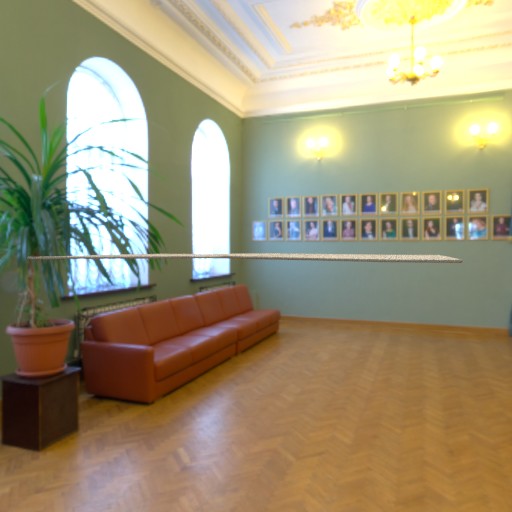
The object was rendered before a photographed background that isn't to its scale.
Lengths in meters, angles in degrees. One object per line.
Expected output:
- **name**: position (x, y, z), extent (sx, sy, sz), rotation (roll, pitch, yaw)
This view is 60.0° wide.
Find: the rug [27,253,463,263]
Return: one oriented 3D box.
- **rug**: position (0.000, 0.000, 2.256), extent (1.804, 0.022, 1.162), rotation (0, 1, 19)
